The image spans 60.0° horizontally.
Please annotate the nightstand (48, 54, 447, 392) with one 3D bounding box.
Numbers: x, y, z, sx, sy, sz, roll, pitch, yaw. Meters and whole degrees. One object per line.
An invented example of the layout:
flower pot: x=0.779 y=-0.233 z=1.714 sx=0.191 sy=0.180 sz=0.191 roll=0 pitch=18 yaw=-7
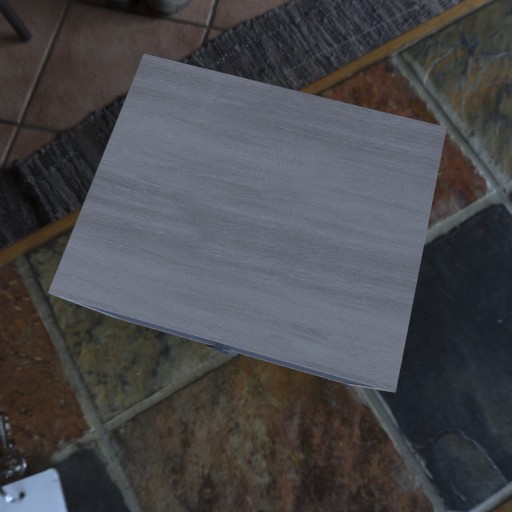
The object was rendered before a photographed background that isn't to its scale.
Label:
nightstand: x=0.000 y=0.000 z=0.835 sx=0.450 sy=0.500 sz=0.380 roll=15 pitch=76 yaw=4
